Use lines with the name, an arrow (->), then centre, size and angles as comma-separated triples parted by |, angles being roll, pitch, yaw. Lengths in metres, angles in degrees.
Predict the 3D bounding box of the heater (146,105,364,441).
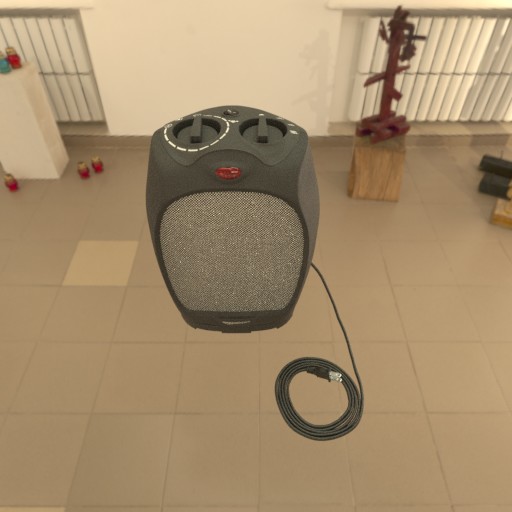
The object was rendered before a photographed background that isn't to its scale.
heater -> 0.000, 0.000, 0.470 | 0.239, 0.255, 0.291 | 0, 45, 0
